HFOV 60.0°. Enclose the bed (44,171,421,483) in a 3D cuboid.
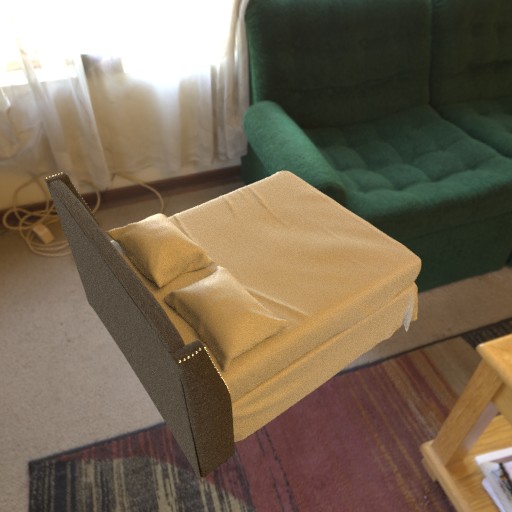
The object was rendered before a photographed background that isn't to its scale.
[{"bbox_3d":[0.000,0.000,3.420,2.276,1.332,1.925,-26,48,-26],"label":"bed"}]
